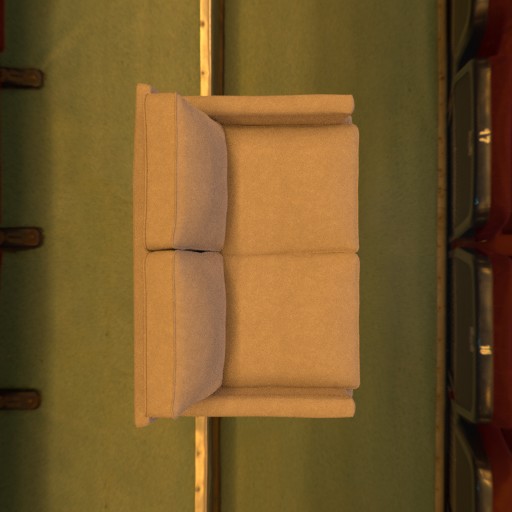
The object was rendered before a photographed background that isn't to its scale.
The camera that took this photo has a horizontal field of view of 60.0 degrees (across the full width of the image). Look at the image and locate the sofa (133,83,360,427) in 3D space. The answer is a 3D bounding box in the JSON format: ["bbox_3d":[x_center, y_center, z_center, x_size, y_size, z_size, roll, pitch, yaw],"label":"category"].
[{"bbox_3d":[0.000,0.000,2.285,1.084,1.002,1.597,0,89,-1],"label":"sofa"}]
